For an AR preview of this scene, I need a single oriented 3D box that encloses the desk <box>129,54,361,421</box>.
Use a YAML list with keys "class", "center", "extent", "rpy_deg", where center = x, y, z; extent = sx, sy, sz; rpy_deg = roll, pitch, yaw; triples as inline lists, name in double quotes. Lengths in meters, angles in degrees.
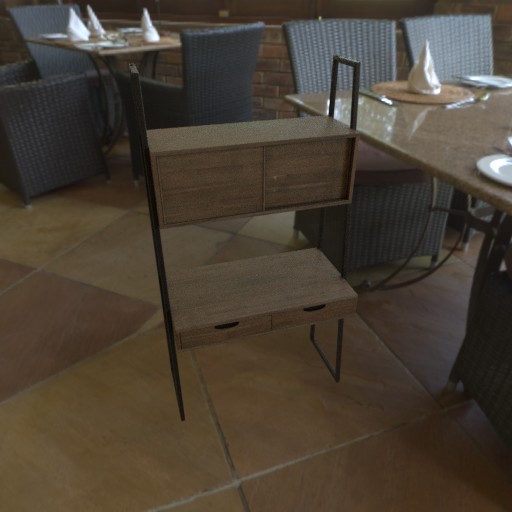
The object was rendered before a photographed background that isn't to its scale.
- class: "desk"
  center: [0.000, 0.000, 2.280]
  extent: [0.982, 1.809, 0.515]
  rpy_deg: [-9, 33, -15]
